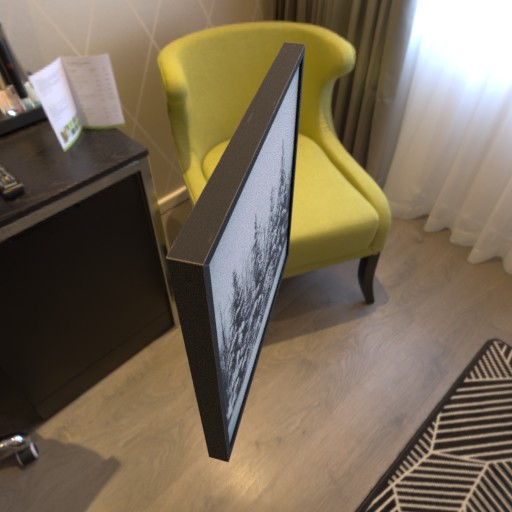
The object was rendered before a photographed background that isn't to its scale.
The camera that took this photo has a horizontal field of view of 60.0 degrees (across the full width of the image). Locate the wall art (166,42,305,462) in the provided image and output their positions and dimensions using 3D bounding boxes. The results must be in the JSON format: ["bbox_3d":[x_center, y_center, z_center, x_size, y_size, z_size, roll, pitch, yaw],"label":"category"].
[{"bbox_3d":[0.000,0.000,0.748,0.036,0.506,0.506,11,48,10],"label":"wall art"}]
